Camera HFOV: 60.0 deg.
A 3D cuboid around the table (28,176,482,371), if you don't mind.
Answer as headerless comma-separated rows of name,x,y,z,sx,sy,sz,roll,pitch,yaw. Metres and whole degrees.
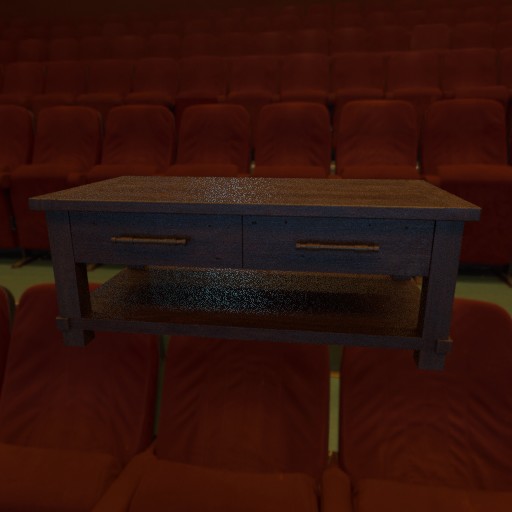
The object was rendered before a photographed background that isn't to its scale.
table,0.000,0.000,1.611,1.270,0.494,0.700,2,16,7
